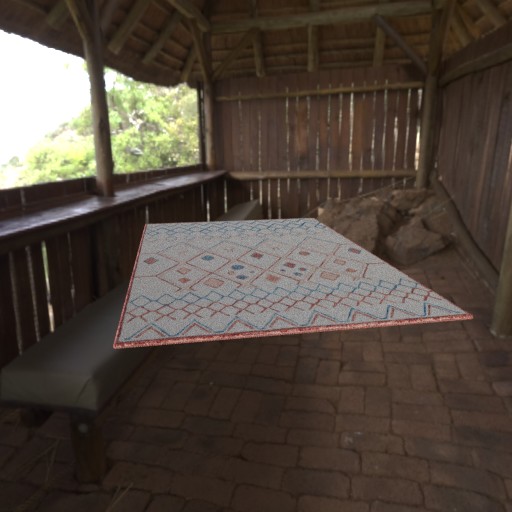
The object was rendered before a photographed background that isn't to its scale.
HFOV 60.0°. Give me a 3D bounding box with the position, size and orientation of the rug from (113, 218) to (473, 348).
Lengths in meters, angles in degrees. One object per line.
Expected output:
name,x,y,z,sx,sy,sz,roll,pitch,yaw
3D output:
rug,0.000,0.000,2.313,1.219,0.016,1.829,-3,16,-10
